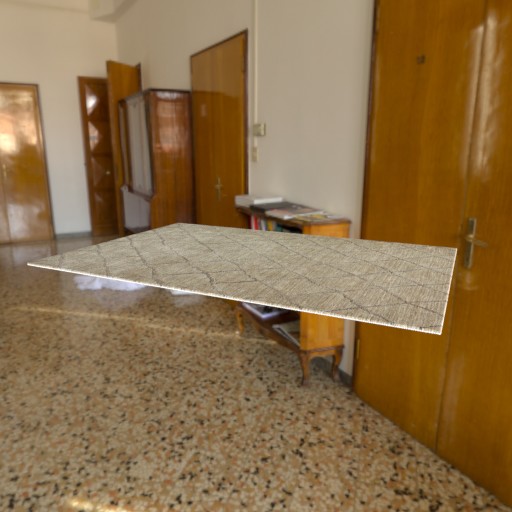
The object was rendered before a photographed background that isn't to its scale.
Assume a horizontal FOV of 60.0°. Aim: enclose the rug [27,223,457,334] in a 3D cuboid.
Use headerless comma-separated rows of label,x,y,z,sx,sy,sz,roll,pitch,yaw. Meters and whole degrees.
rug,0.000,0.000,2.810,2.280,0.015,1.521,7,16,25
